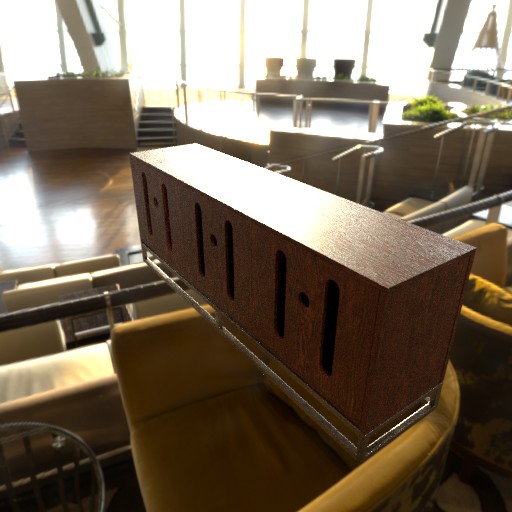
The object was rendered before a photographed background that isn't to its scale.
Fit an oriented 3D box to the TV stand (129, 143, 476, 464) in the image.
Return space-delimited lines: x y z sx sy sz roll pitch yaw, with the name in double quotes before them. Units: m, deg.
"TV stand" 0.000 0.000 1.779 0.382 0.578 1.541 -18 32 -31
